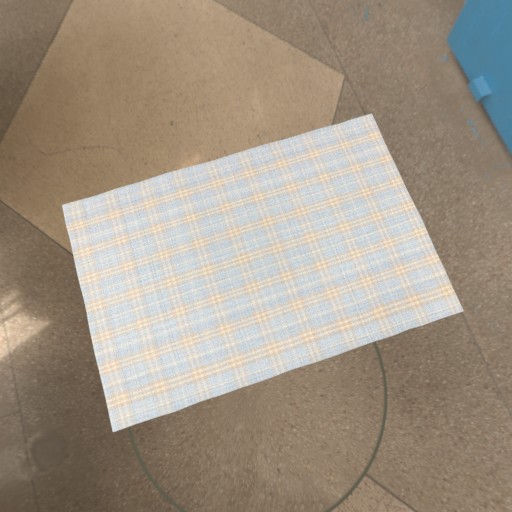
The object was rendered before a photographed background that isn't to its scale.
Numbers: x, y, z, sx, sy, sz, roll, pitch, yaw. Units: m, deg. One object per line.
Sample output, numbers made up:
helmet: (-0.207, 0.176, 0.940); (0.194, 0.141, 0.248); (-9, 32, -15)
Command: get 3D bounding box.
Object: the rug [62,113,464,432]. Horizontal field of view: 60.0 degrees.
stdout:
rug: (0.000, 0.000, 2.338); (1.835, 0.012, 1.231); (-18, 74, -5)
